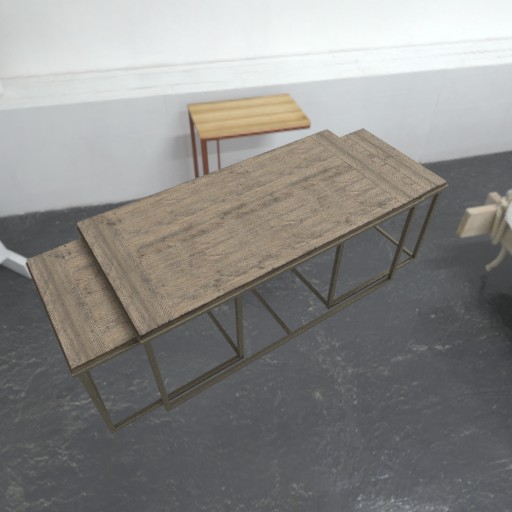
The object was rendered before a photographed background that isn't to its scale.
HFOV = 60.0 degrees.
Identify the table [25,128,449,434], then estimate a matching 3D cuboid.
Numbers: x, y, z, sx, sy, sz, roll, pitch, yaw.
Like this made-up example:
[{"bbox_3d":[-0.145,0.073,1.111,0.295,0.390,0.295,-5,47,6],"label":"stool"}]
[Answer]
[{"bbox_3d":[0.000,0.000,1.522,1.312,0.427,0.489,-26,51,-22],"label":"table"}]
